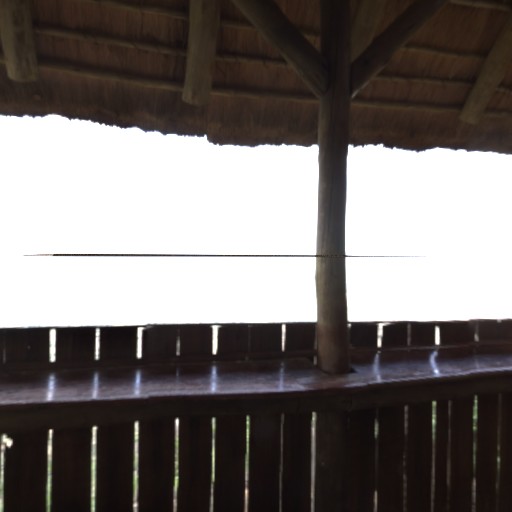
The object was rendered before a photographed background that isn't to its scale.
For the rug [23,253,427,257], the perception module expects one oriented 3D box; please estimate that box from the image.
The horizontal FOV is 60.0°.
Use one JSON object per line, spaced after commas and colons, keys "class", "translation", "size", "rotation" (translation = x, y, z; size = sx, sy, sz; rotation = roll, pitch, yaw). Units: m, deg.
{"class": "rug", "translation": [0.000, 0.000, 2.532], "size": [2.287, 0.011, 0.687], "rotation": [0, 0, -36]}
